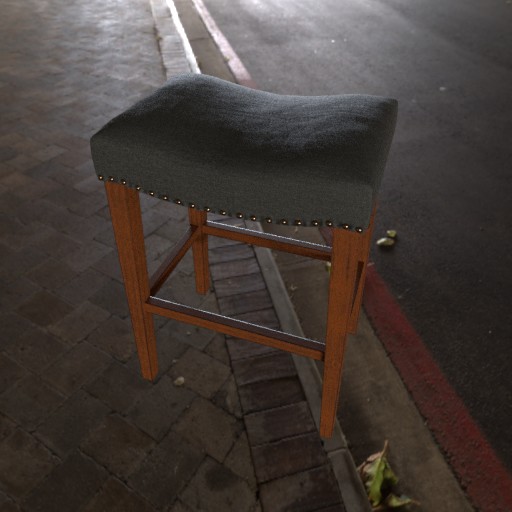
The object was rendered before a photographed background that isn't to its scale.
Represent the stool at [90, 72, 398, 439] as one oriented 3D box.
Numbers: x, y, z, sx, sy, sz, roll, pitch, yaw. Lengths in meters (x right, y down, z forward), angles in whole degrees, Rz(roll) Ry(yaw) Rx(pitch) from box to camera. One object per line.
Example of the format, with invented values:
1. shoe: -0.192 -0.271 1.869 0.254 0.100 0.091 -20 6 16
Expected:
1. stool: 0.000 0.000 0.880 0.439 0.612 0.320 13 42 15
